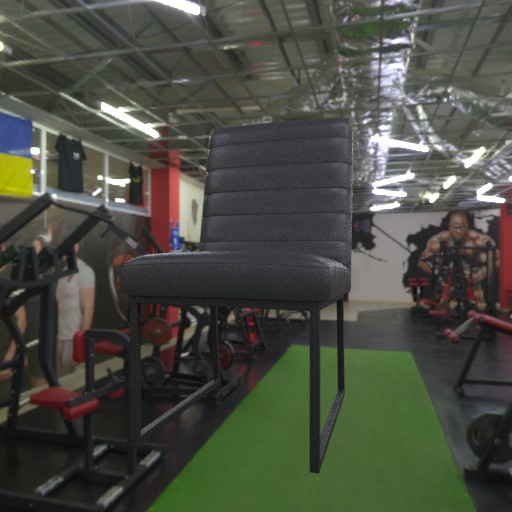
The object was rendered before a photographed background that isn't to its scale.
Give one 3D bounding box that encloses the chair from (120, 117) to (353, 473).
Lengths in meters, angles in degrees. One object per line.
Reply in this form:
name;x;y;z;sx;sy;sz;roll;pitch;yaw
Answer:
chair;0.000;0.000;1.299;0.520;0.930;0.634;0;0;17
